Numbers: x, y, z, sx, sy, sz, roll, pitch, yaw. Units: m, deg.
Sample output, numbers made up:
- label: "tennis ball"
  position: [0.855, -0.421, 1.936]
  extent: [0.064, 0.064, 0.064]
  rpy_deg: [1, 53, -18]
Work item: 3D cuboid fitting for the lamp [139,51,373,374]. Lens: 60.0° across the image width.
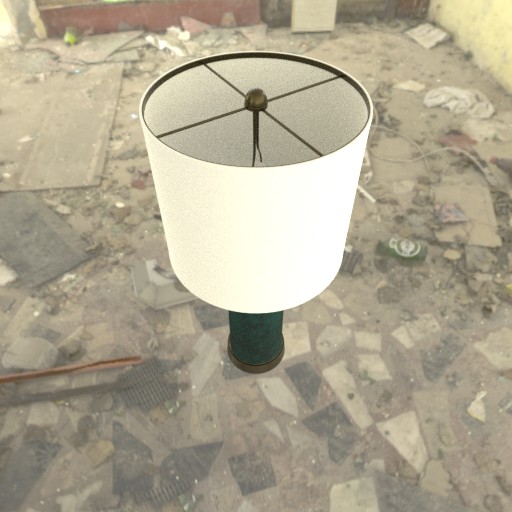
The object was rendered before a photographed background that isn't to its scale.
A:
- label: "lamp"
  position: [0.000, 0.000, 0.799]
  extent: [0.301, 0.630, 0.301]
  rpy_deg: [9, 48, 8]
